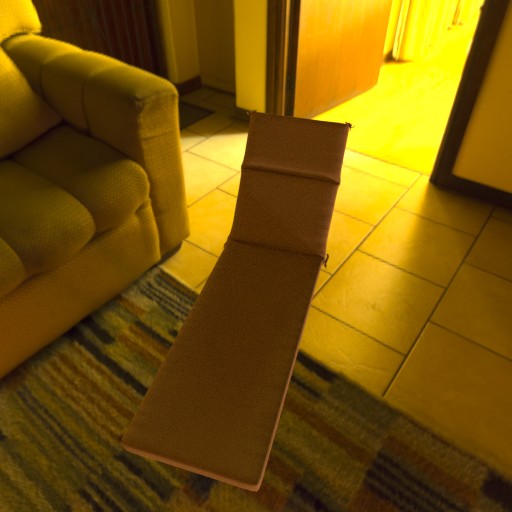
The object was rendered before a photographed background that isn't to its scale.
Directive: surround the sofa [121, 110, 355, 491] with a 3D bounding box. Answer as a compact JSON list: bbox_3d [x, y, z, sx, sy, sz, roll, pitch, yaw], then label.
[{"bbox_3d":[0.000,0.000,1.939,0.582,0.622,1.663,11,43,12],"label":"sofa"}]
